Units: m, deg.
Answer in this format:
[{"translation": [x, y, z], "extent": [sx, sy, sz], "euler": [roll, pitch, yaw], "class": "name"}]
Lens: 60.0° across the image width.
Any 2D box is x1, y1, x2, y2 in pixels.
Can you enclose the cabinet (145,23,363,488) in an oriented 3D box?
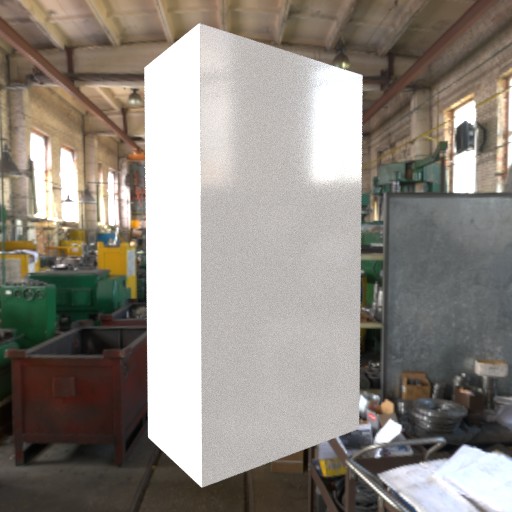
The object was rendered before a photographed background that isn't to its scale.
[{"translation": [0.000, 0.000, 2.345], "extent": [0.980, 1.920, 0.580], "euler": [-2, 3, -36], "class": "cabinet"}]
